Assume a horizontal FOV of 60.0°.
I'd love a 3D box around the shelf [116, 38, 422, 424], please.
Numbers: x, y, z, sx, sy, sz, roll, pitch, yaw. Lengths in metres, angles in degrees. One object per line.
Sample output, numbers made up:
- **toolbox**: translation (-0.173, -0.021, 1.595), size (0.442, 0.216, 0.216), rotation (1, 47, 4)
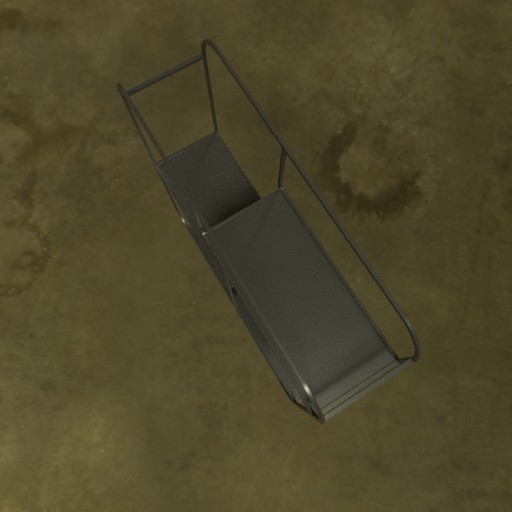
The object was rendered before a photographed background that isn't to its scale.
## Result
- **shelf**: translation (0.000, 0.000, 0.899), size (0.160, 0.600, 0.600), rotation (-31, 77, -8)
